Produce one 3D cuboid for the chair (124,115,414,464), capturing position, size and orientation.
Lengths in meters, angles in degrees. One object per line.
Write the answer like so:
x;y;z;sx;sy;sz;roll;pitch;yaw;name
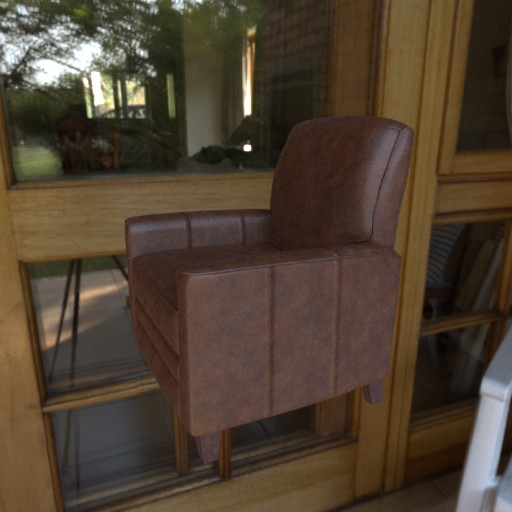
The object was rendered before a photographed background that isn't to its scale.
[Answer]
0.000;0.000;1.659;0.850;1.010;0.839;-8;18;-26;chair
